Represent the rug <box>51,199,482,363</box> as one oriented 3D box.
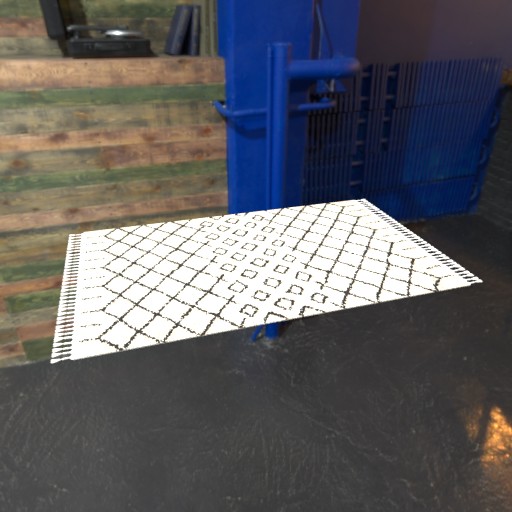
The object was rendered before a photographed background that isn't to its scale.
[{"bbox_3d":[0.000,0.000,2.449,2.006,0.008,1.196,-8,30,-15],"label":"rug"}]
